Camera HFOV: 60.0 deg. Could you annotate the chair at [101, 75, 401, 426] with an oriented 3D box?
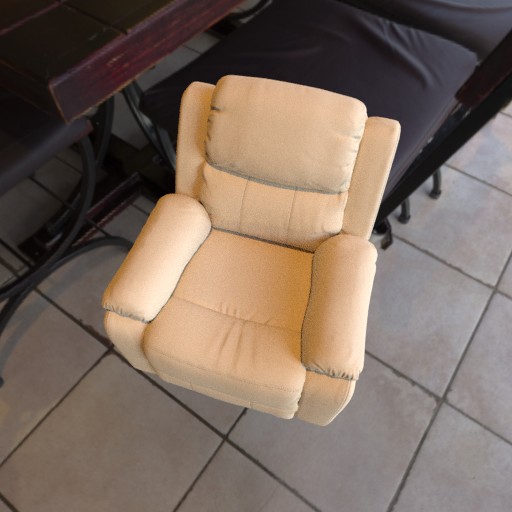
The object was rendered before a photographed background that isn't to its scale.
[{"bbox_3d":[0.000,0.000,1.255,0.680,0.702,0.709,14,58,9],"label":"chair"}]
